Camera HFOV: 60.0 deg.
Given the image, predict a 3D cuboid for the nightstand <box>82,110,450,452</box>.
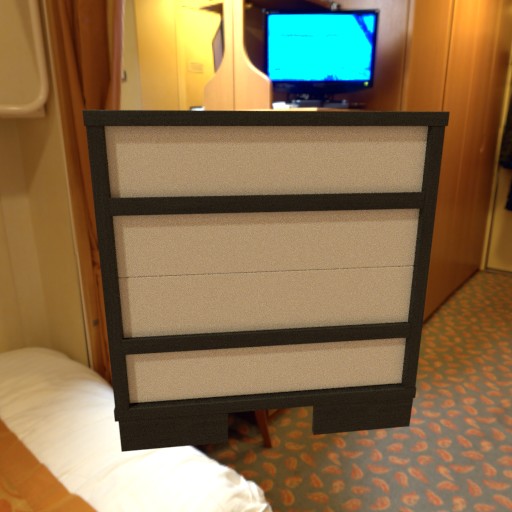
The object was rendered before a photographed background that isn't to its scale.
[{"bbox_3d":[0.000,0.000,0.736,0.427,0.448,0.347,-2,16,-7],"label":"nightstand"}]
